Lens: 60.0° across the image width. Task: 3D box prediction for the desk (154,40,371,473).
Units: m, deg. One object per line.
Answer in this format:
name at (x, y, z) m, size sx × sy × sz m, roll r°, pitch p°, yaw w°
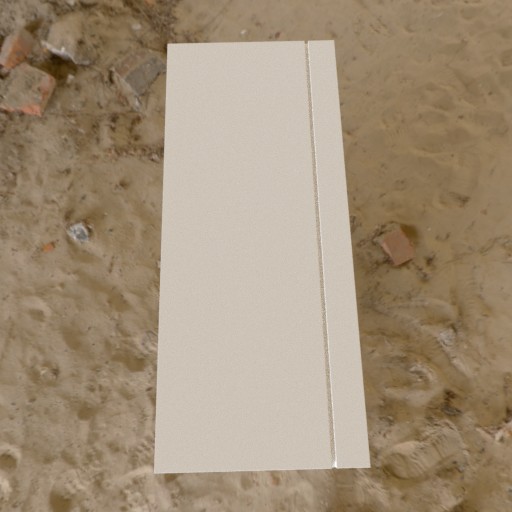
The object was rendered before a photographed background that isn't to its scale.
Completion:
desk at (0.000, 0.000, 1.943) m, size 0.670 × 0.760 × 1.580 m, roll -1°, pitch 75°, yaw 0°
